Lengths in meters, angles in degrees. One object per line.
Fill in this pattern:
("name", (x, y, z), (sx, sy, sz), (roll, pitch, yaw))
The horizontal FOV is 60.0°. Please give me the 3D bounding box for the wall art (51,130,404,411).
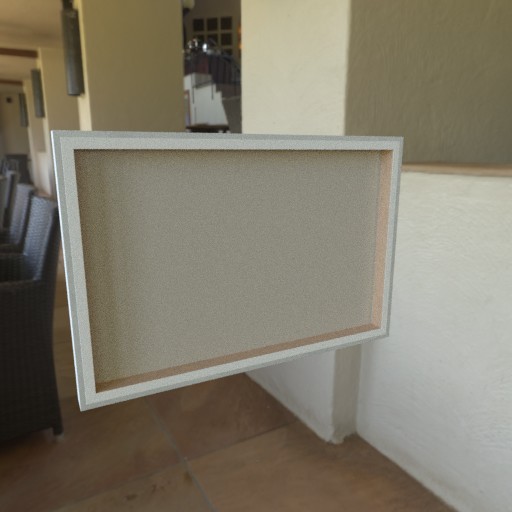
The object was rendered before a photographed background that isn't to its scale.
("wall art", (0.000, 0.000, 0.770), (0.609, 0.407, 0.038), (-7, 15, -26))
